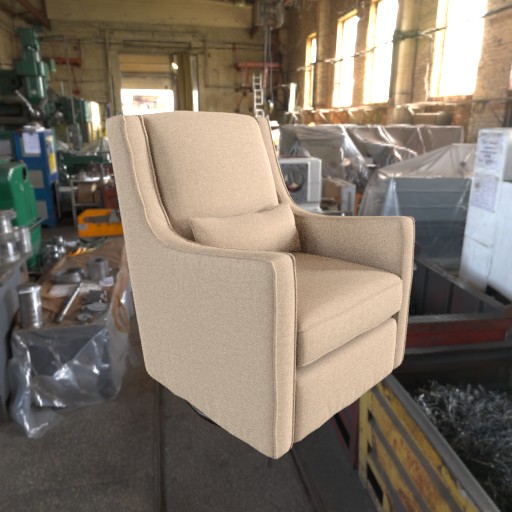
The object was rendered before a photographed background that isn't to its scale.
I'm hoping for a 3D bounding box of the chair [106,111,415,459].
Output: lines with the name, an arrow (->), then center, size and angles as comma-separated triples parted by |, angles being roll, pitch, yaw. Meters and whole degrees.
chair -> 0.000, 0.000, 1.576 | 0.879, 0.993, 0.732 | 16, 23, 42
